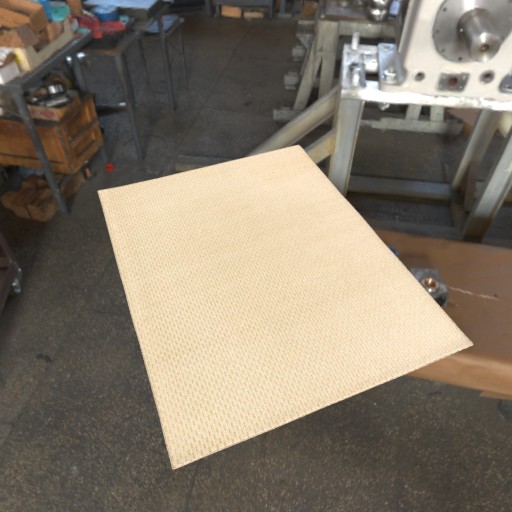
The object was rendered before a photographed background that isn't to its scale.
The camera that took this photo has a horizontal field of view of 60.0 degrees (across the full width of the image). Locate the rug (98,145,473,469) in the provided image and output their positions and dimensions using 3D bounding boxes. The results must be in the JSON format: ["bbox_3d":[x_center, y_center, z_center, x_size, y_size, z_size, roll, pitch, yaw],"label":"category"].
[{"bbox_3d":[0.000,0.000,3.880,2.277,0.035,2.897,-17,49,-15],"label":"rug"}]
